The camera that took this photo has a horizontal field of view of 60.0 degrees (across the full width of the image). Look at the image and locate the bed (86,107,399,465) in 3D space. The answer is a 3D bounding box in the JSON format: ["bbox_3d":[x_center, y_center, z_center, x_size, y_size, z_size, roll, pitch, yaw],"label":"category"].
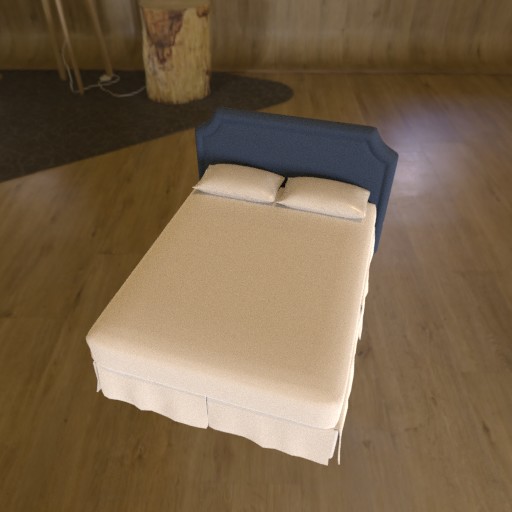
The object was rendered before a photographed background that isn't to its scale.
[{"bbox_3d":[0.000,0.000,3.388,1.831,1.297,2.260,12,43,13],"label":"bed"}]
